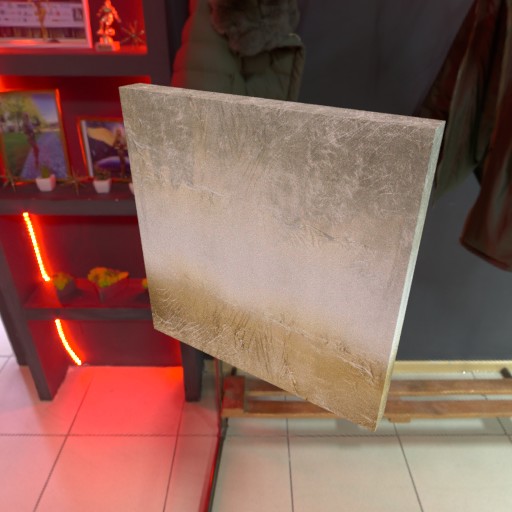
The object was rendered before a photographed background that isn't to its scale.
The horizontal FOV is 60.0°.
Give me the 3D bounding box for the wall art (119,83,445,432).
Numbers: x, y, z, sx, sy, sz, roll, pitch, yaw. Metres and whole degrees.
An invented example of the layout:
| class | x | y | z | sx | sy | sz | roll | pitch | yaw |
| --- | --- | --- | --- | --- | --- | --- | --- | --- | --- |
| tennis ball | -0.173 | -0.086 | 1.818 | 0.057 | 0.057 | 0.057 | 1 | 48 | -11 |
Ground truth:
| class | x | y | z | sx | sy | sz | roll | pitch | yaw |
| --- | --- | --- | --- | --- | --- | --- | --- | --- | --- |
| wall art | 0.000 | 0.000 | 0.606 | 0.405 | 0.407 | 0.038 | 18 | 35 | 28 |
